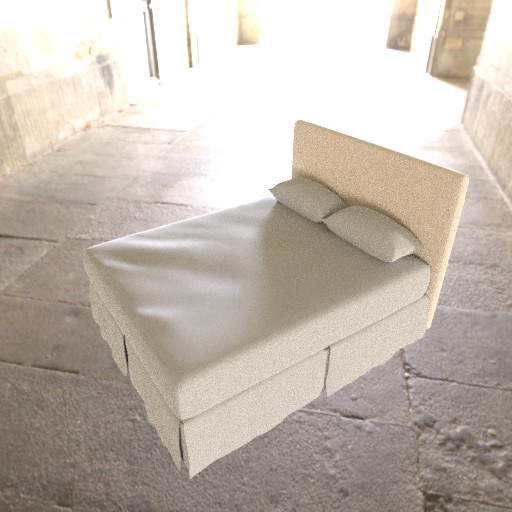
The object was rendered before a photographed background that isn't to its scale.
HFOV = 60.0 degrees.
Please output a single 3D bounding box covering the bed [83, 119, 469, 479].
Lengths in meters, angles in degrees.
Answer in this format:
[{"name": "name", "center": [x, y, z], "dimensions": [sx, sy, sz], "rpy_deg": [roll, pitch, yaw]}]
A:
[{"name": "bed", "center": [0.000, 0.000, 3.195], "dimensions": [2.142, 1.330, 1.748], "rpy_deg": [-19, 36, -29]}]
